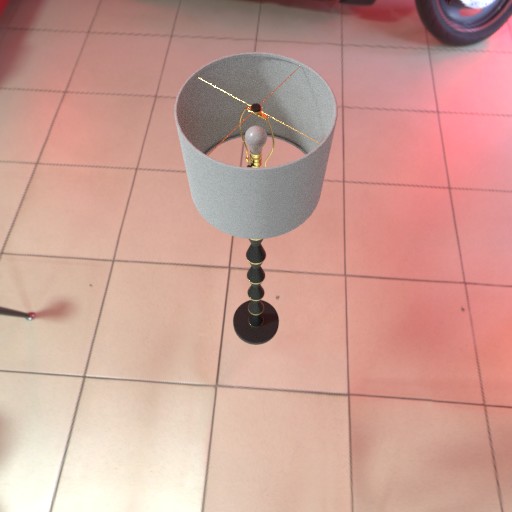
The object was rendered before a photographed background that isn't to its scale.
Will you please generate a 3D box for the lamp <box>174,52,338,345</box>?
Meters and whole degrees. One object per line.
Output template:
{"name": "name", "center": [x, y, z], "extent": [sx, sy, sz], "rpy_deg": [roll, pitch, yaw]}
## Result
{"name": "lamp", "center": [0.000, 0.000, 1.685], "extent": [0.381, 1.480, 0.381], "rpy_deg": [33, 67, 17]}
